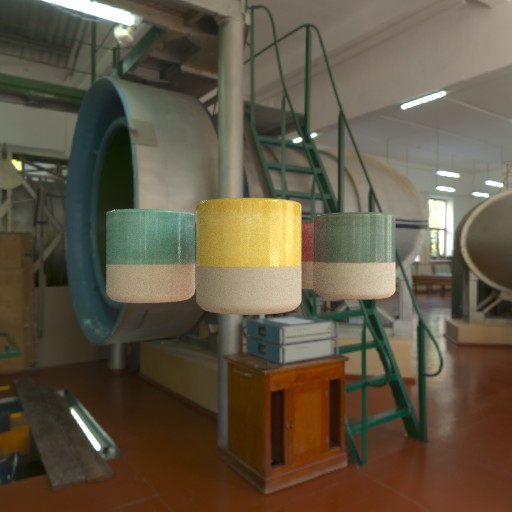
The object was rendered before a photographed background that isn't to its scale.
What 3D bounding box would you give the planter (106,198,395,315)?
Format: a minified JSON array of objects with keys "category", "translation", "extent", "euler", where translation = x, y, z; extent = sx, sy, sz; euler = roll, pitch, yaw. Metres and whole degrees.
[{"category":"planter","translation":[0.000,0.000,0.424],"extent":[0.257,0.075,0.286],"euler":[0,0,0]}]
